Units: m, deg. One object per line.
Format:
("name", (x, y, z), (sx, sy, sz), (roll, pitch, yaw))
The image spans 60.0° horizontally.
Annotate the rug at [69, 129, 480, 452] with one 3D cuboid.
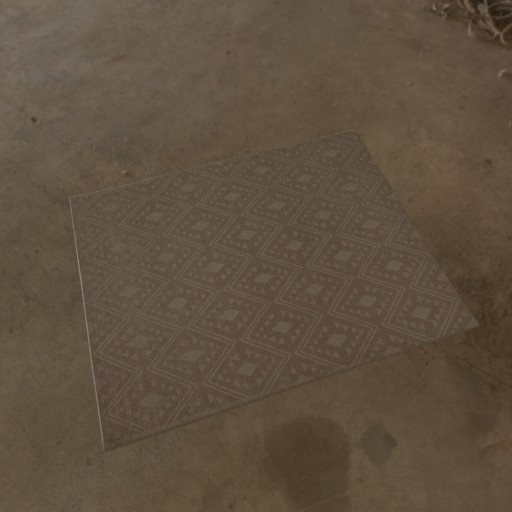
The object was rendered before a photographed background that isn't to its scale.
("rug", (0.000, 0.000, 3.930), (3.011, 0.054, 2.399), (-16, 60, -9))
